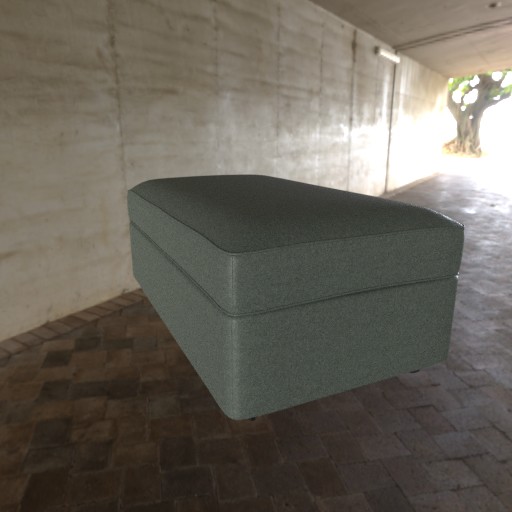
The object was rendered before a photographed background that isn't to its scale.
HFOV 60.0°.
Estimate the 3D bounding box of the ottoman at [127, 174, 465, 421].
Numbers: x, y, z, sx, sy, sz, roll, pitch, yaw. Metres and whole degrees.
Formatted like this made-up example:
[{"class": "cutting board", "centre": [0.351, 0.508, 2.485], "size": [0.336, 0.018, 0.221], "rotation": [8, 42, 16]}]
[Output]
[{"class": "ottoman", "centre": [0.000, 0.000, 1.557], "size": [0.681, 0.494, 1.173], "rotation": [-7, 17, -24]}]
